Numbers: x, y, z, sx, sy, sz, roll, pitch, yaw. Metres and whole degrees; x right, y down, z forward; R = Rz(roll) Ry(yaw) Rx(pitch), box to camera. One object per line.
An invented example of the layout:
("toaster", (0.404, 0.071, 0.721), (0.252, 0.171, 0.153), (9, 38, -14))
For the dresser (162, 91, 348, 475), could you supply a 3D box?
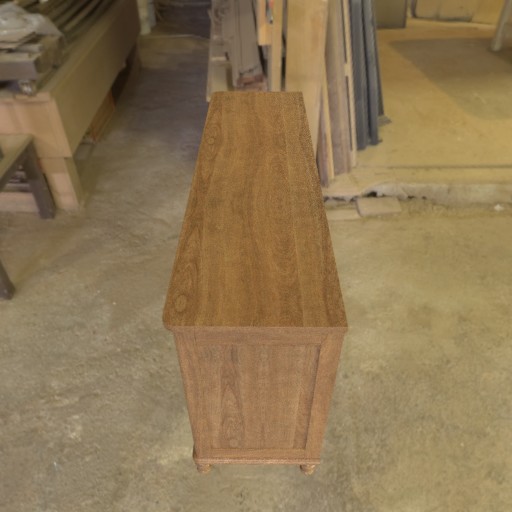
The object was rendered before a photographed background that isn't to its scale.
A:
("dresser", (0.000, 0.000, 1.988), (0.468, 0.892, 1.583), (0, 41, 0))
